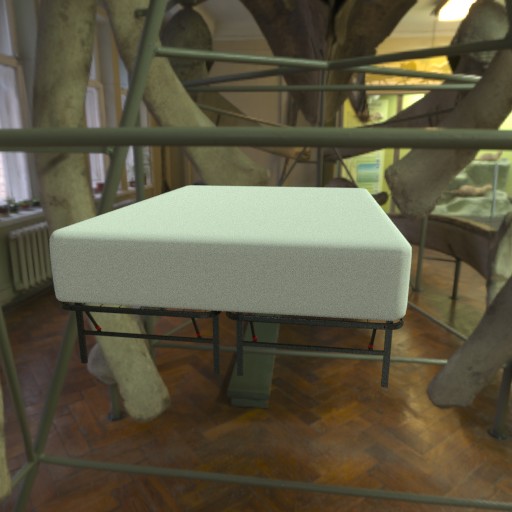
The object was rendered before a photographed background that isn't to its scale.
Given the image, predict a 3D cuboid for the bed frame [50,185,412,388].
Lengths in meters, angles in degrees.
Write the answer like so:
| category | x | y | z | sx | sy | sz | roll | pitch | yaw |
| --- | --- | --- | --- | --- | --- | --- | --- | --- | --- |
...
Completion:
| category | x | y | z | sx | sy | sz | roll | pitch | yaw |
| --- | --- | --- | --- | --- | --- | --- | --- | --- | --- |
| bed frame | 0.000 | 0.000 | 2.818 | 1.528 | 0.677 | 2.037 | 2 | 15 | 8 |
